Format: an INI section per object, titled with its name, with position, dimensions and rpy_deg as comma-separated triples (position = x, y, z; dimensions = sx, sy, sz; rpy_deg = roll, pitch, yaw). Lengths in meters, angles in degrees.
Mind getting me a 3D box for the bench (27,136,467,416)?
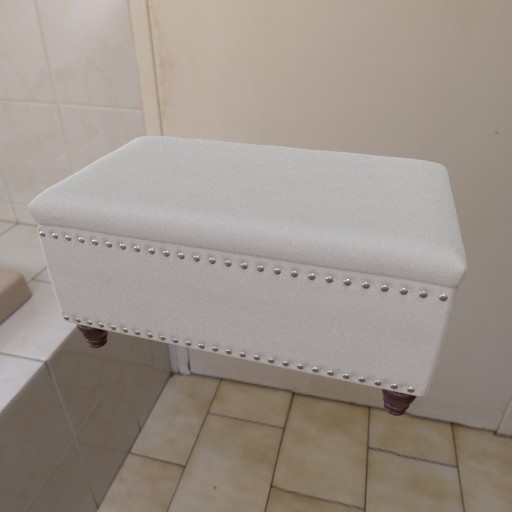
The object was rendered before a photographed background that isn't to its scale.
[bench]
position = 0.000, 0.000, 1.147
dimensions = 0.887, 0.449, 0.500
rpy_deg = 9, 33, 14
